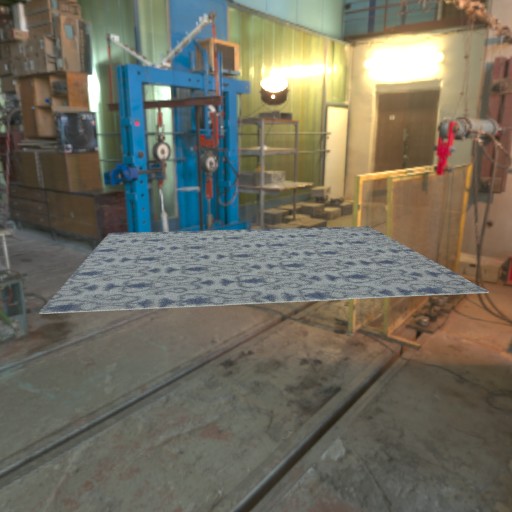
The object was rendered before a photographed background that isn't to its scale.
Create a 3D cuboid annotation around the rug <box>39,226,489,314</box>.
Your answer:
[{"bbox_3d":[0.000,0.000,4.266,3.205,0.015,2.437,-2,16,-7],"label":"rug"}]
